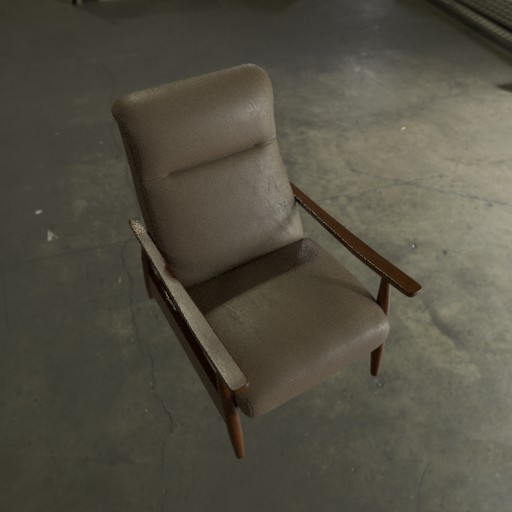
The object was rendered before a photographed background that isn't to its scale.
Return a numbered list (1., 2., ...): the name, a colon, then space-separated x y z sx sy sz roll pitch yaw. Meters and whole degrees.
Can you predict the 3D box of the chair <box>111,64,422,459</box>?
1. chair: 0.000 0.000 1.771 0.762 1.082 1.014 -23 51 -21
